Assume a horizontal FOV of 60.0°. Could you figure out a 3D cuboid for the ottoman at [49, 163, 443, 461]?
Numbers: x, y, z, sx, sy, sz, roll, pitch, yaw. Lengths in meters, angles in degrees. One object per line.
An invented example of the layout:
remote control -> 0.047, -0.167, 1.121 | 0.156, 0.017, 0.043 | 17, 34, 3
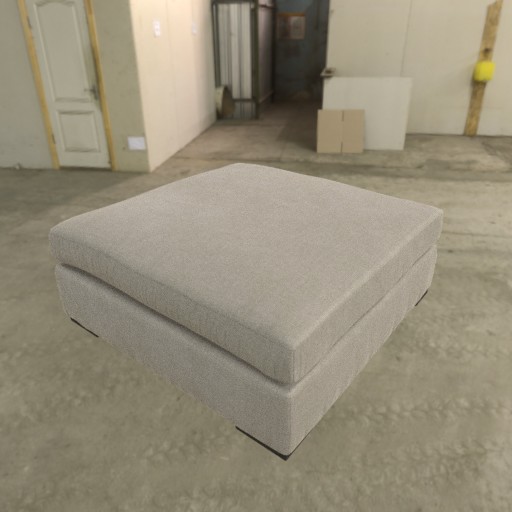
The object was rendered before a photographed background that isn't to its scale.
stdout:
ottoman -> 0.000, 0.000, 1.847 | 1.171, 0.517, 1.203 | 20, 34, 33
